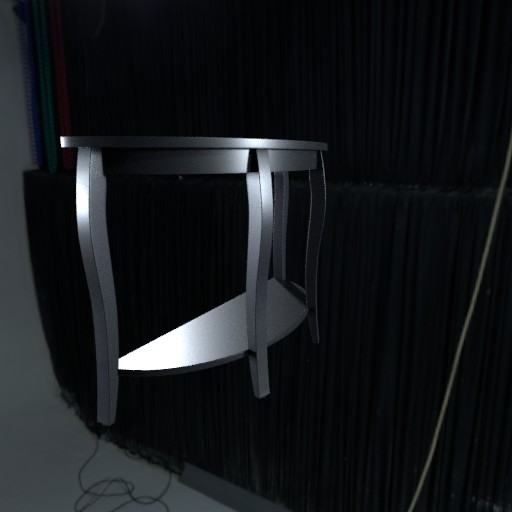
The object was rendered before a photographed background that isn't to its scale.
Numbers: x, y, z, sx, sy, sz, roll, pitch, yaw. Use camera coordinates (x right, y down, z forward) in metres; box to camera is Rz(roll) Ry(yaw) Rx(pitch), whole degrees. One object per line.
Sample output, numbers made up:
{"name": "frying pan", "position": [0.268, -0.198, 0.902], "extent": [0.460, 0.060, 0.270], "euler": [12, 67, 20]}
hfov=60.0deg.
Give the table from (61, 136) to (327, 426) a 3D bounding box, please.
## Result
{"name": "table", "position": [0.000, 0.000, 1.570], "extent": [0.394, 0.780, 1.219], "euler": [7, 14, 28]}
